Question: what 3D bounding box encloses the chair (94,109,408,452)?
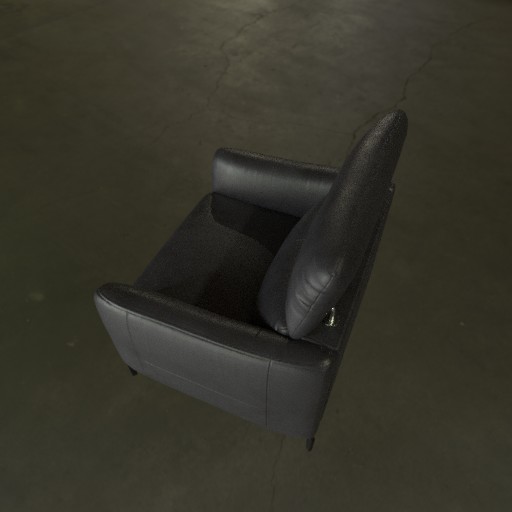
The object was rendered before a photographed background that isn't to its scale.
[{"bbox_3d":[0.000,0.000,1.649,0.809,0.949,0.976,18,50,16],"label":"chair"}]
